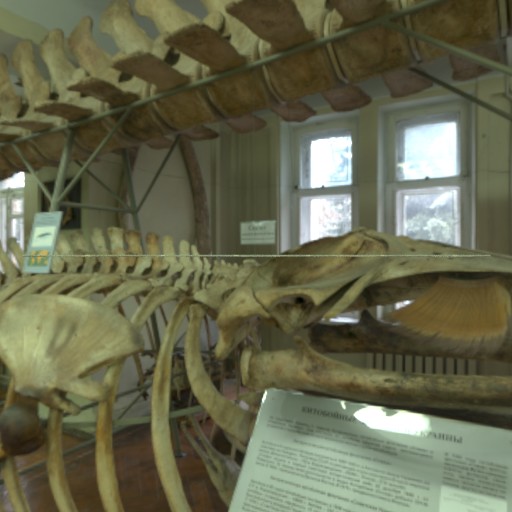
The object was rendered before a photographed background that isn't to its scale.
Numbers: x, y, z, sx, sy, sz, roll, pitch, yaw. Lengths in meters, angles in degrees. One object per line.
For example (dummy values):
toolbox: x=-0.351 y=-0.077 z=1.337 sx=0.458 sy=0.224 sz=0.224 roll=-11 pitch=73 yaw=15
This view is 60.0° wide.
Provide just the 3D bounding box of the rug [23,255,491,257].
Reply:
rug: x=0.000 y=0.000 z=4.393 sx=3.353 sy=0.013 sz=2.438 roll=0 pitch=0 yaw=-1
